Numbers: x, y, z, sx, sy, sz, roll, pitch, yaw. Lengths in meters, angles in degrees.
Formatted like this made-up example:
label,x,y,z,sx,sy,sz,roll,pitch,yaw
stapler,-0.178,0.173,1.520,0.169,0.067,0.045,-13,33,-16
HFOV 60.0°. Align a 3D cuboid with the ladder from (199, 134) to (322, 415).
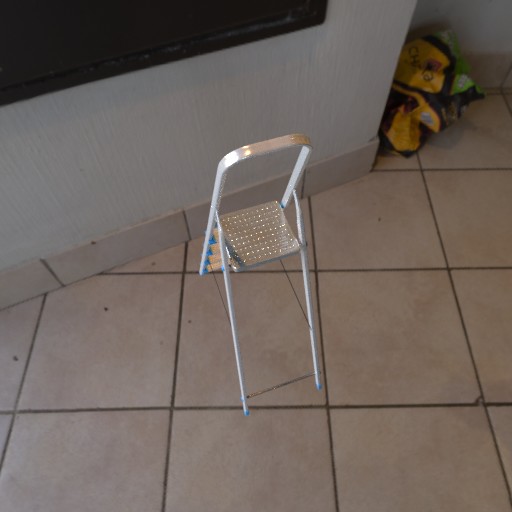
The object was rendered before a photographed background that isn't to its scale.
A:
label,x,y,z,sx,sy,sz,roll,pitch,yaw
ladder,0.000,0.000,2.070,0.468,1.648,0.990,-16,60,-10
